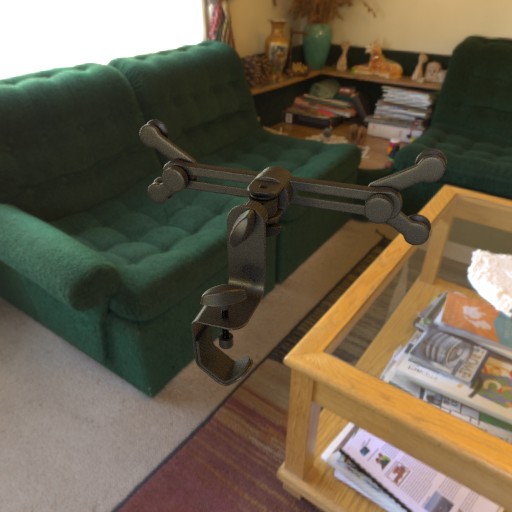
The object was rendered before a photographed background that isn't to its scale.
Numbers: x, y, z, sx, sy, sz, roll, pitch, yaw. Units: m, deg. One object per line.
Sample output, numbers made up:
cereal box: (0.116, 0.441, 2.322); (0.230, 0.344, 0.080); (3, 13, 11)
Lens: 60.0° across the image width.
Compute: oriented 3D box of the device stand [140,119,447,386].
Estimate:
device stand: (0.000, 0.000, 0.370); (0.270, 0.166, 0.142); (11, 35, 16)
